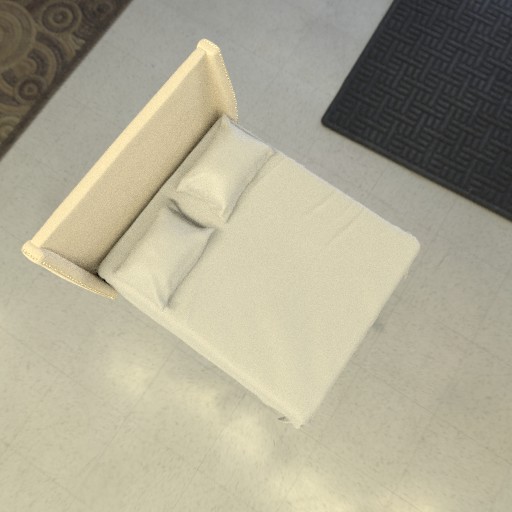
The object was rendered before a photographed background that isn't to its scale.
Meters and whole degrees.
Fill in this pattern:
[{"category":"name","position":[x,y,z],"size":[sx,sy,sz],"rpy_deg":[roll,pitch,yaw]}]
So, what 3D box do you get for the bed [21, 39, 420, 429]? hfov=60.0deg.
[{"category":"bed","position":[0.000,0.000,3.403],"size":[2.276,1.332,1.925],"rpy_deg":[35,79,8]}]
